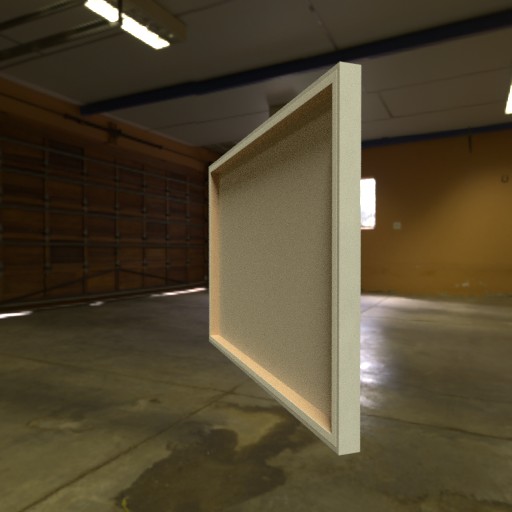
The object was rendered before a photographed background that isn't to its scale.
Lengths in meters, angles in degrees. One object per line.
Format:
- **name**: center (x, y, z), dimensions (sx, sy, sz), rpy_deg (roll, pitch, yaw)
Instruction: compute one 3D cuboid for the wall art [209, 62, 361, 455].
- **wall art**: center (0.000, 0.000, 1.126), dimensions (0.038, 0.610, 0.915), rpy_deg (0, 1, -19)
